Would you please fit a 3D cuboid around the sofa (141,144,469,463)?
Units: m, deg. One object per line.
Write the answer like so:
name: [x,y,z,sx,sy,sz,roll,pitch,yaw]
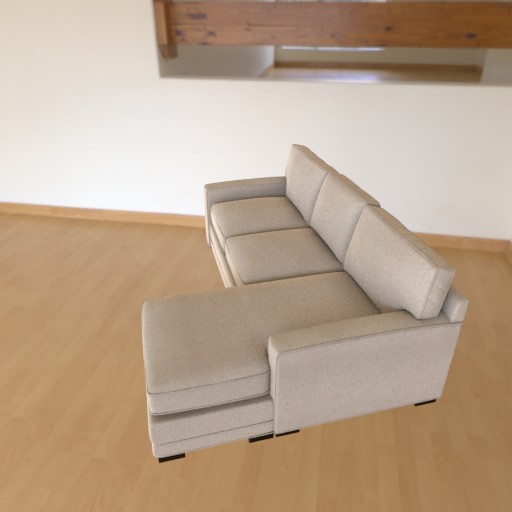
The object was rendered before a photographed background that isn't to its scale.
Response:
sofa: [0.000,0.000,2.855,1.496,0.861,2.087,-7,31,-12]
